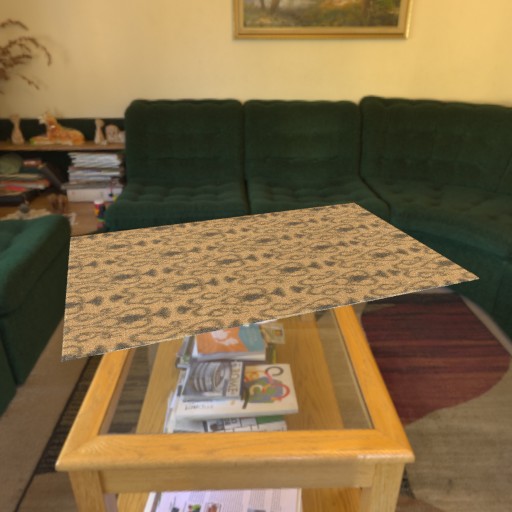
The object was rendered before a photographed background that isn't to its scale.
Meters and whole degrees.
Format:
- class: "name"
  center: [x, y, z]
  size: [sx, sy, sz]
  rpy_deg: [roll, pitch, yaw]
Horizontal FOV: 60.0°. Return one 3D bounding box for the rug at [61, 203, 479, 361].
- class: "rug"
  center: [0.000, 0.000, 2.075]
  size: [1.652, 0.006, 1.035]
  rpy_deg: [-9, 27, -17]
